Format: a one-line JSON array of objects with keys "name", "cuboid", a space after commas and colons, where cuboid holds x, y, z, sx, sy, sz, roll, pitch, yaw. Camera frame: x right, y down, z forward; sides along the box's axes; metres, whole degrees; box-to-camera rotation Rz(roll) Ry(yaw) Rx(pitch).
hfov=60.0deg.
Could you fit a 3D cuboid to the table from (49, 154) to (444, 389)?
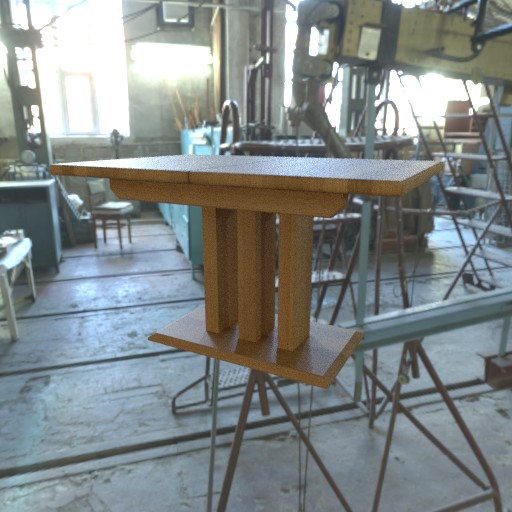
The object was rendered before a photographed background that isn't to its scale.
[{"name": "table", "cuboid": [0.000, 0.000, 1.864, 1.300, 0.770, 0.900, 8, 18, 27]}]
